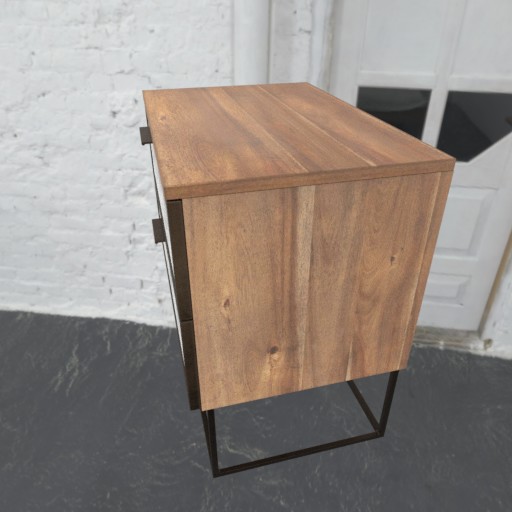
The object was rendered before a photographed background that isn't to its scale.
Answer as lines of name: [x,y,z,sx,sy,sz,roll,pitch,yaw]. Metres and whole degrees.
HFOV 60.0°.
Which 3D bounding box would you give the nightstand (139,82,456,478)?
nightstand: [0.000,0.000,0.986,0.427,0.611,0.605,-8,32,-13]
